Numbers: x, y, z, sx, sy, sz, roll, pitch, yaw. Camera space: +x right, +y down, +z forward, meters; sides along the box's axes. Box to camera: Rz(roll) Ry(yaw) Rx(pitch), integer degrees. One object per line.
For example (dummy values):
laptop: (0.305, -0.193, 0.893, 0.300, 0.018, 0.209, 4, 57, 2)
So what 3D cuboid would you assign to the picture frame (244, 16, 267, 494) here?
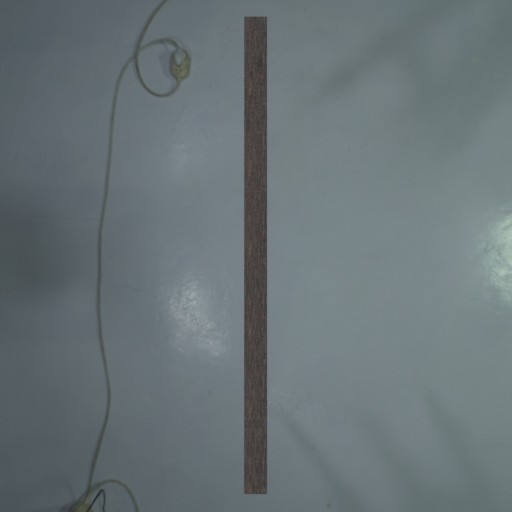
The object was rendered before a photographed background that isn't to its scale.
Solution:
picture frame: (0.000, 0.000, 0.734, 0.026, 0.455, 0.546, 0, 89, 0)
